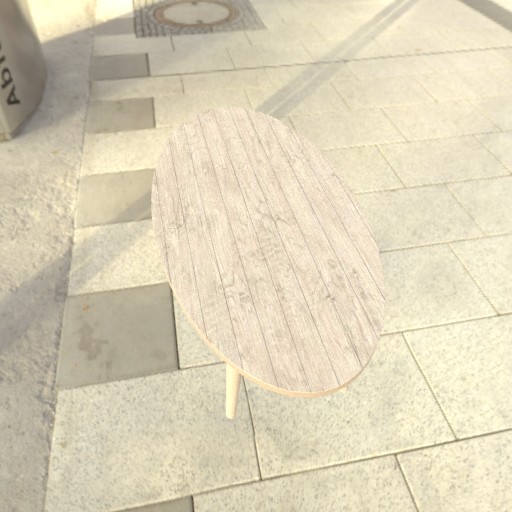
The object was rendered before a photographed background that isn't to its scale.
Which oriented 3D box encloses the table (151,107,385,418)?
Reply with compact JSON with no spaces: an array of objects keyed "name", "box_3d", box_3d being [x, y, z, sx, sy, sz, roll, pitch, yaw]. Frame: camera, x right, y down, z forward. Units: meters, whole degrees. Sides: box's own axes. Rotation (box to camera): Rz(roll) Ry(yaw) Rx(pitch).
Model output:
[{"name":"table","box_3d":[0.000,0.000,1.312,0.542,0.390,1.083,-10,47,-9]}]
